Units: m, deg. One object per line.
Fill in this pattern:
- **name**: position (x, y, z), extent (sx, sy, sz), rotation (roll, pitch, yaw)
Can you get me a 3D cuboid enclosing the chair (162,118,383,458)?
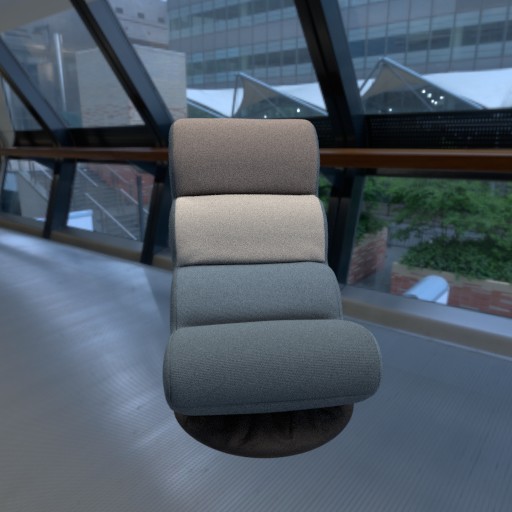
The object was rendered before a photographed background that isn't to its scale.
- **chair**: position (0.000, 0.000, 1.051), extent (0.420, 0.641, 0.661), rotation (-2, 16, -7)
